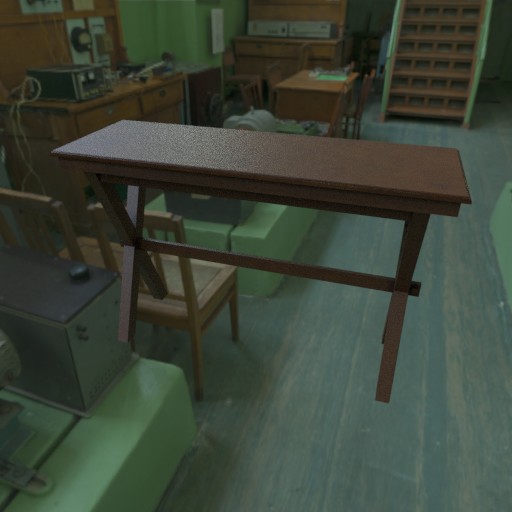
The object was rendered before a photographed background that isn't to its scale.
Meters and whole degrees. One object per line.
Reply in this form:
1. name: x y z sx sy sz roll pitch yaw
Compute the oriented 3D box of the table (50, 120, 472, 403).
1. table: 0.000 0.000 1.558 1.197 0.763 0.399 9 32 15
